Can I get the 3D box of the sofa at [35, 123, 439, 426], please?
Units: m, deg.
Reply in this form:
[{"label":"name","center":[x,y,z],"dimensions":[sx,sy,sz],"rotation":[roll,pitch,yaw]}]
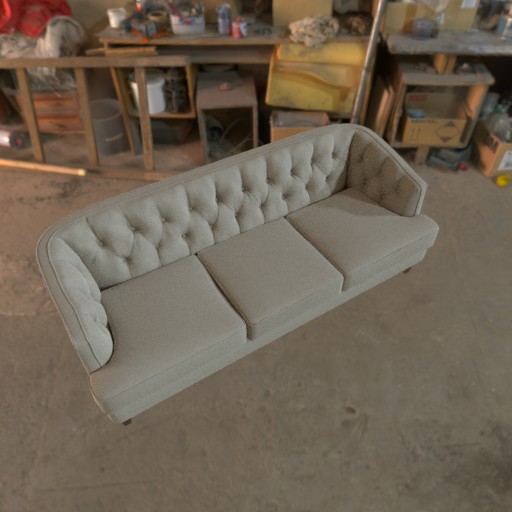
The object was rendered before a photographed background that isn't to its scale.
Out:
[{"label":"sofa","center":[0.000,0.000,2.726],"dimensions":[2.278,0.855,0.941],"rotation":[-24,50,-22]}]
